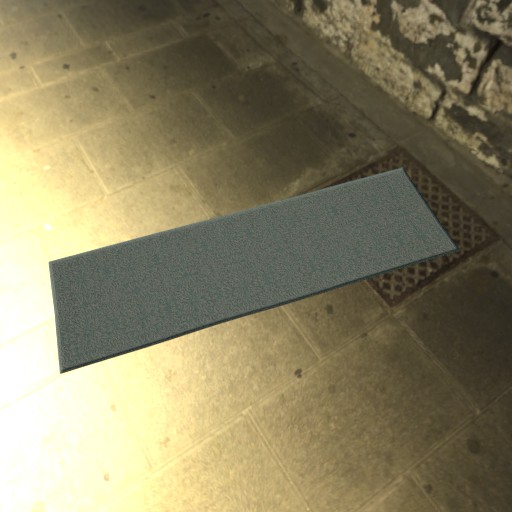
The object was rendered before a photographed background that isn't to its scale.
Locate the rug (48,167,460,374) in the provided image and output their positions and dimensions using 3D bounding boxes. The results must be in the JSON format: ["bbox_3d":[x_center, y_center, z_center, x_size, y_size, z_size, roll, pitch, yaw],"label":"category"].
[{"bbox_3d":[0.000,0.000,2.462,2.196,0.011,0.662,-16,59,-10],"label":"rug"}]
